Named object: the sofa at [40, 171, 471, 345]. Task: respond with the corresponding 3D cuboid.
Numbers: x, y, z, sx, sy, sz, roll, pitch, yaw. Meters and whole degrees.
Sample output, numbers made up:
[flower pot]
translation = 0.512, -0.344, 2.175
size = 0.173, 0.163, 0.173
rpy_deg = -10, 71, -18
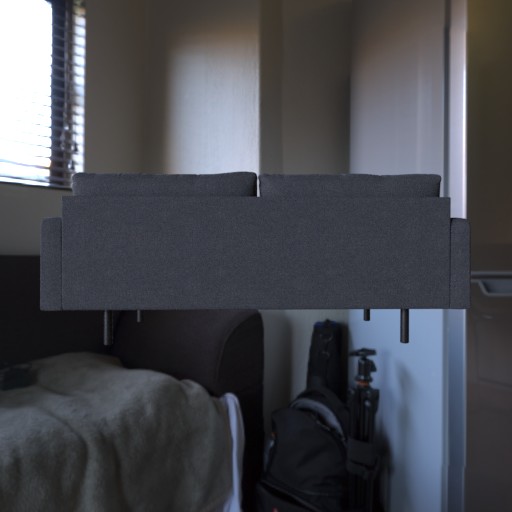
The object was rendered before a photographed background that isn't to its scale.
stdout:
[sofa]
translation = 0.000, 0.000, 2.587
size = 2.100, 0.880, 0.880
rpy_deg = 0, 1, -2
